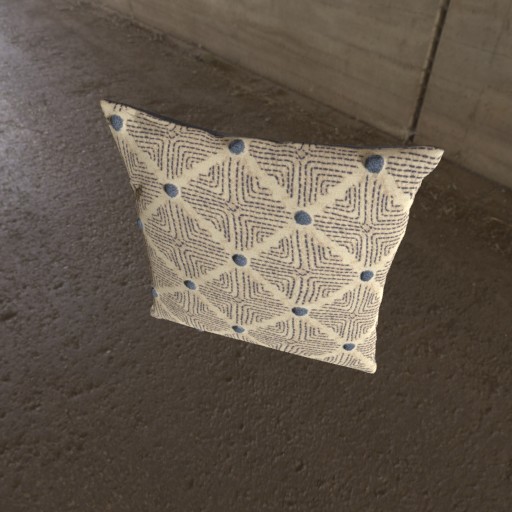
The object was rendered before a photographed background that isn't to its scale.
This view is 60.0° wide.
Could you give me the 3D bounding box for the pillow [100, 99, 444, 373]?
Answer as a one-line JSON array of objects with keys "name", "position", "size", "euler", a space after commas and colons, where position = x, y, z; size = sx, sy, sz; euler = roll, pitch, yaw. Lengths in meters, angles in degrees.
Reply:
[{"name": "pillow", "position": [0.000, 0.000, 0.792], "size": [0.510, 0.510, 0.145], "euler": [12, 44, 13]}]
